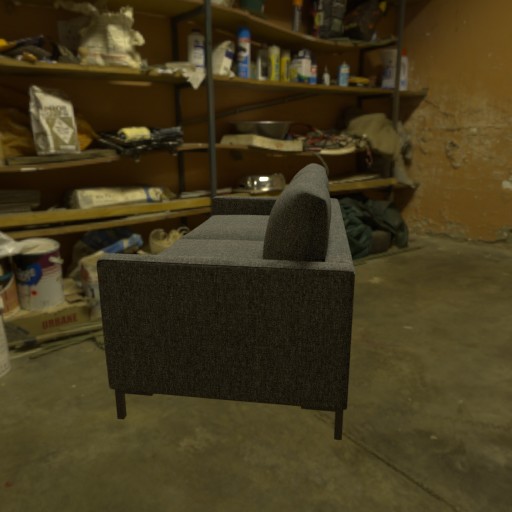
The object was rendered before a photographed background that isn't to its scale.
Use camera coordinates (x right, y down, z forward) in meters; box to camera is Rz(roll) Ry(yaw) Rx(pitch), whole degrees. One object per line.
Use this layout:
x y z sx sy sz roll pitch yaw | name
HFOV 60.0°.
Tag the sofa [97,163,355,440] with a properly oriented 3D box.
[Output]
0.000 0.000 2.262 0.866 0.862 1.716 2 15 8 | sofa
